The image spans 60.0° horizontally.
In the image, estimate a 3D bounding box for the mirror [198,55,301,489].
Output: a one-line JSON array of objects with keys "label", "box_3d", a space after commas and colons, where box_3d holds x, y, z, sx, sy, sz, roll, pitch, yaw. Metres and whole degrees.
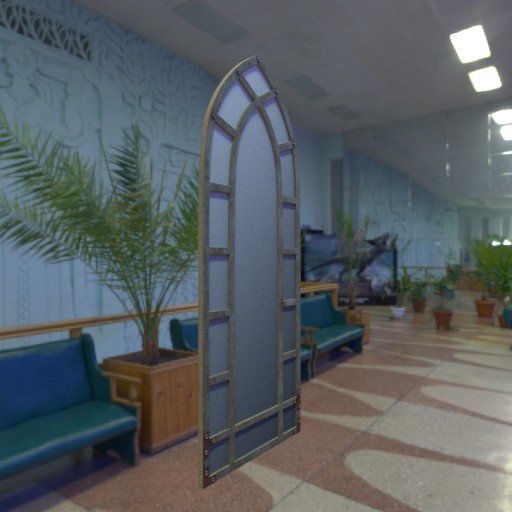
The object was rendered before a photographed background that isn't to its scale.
[{"label": "mirror", "box_3d": [0.000, 0.000, 1.303, 0.025, 1.175, 0.464, 0, 0, 38]}]
